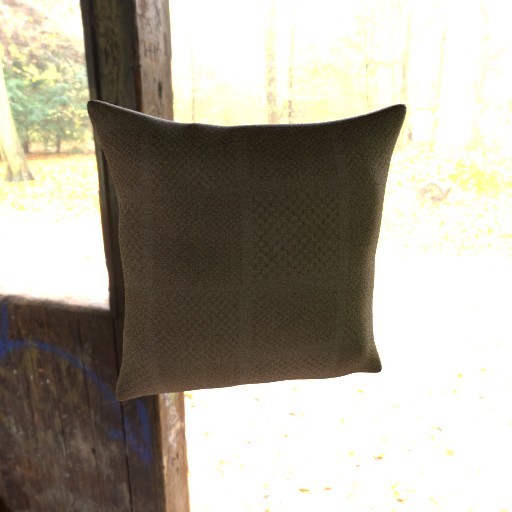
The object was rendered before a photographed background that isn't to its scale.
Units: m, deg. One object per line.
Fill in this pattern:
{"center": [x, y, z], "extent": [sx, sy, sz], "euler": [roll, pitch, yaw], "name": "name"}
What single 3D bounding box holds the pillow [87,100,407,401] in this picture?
{"center": [0.000, 0.000, 0.656], "extent": [0.436, 0.432, 0.138], "euler": [-3, 17, -10], "name": "pillow"}
